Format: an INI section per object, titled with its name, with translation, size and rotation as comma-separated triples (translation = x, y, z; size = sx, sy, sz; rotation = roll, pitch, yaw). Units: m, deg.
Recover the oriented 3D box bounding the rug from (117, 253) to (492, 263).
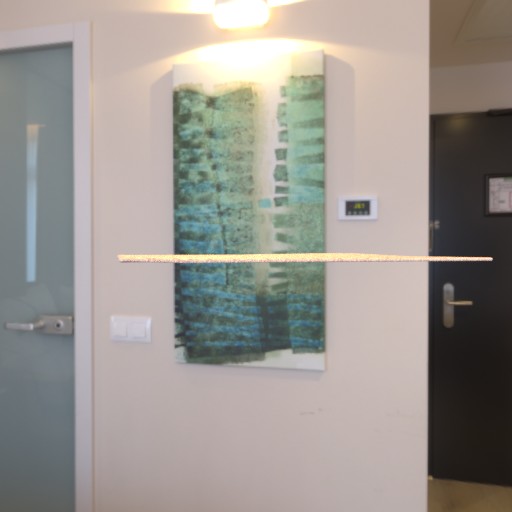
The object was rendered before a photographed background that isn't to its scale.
[rug]
translation = 0.000, 0.000, 4.100
size = 2.453, 0.043, 3.052
rotation = 0, 1, -17
